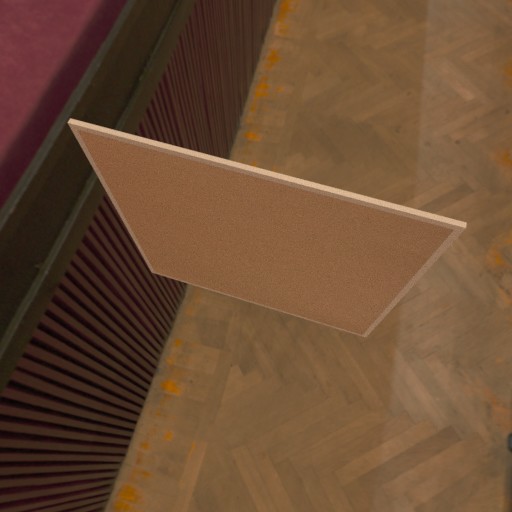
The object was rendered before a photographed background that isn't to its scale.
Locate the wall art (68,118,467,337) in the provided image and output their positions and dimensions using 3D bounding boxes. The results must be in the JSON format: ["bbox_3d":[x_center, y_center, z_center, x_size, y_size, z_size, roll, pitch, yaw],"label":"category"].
[{"bbox_3d":[0.000,0.000,1.231,0.809,0.809,0.012,16,67,7],"label":"wall art"}]
